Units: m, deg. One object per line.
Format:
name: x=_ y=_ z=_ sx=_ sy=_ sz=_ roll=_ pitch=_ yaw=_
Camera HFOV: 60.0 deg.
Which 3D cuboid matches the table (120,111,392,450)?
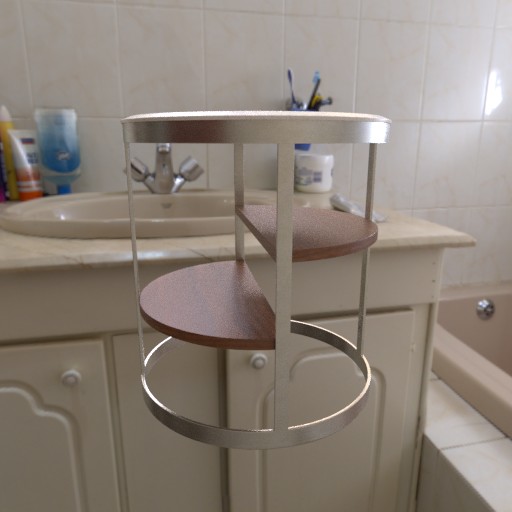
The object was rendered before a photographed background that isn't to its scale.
table: x=0.000 y=0.000 z=0.749 sx=0.407 sy=0.447 sz=0.407 roll=0 pitch=15 yaw=0
